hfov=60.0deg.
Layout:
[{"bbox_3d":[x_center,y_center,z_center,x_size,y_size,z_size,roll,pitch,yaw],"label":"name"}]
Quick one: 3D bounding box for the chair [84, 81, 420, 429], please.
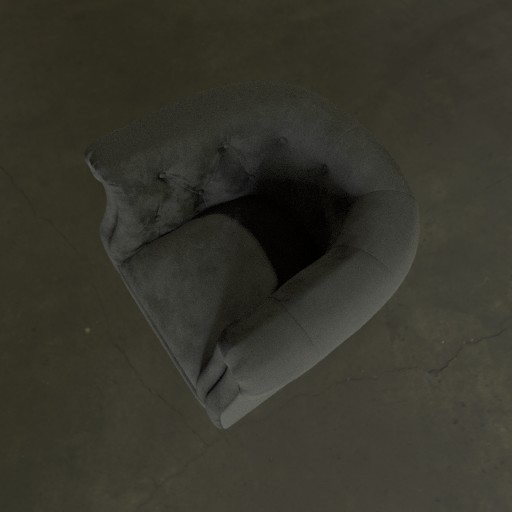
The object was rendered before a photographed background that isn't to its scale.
[{"bbox_3d":[0.000,0.000,1.547,0.851,0.826,0.904,-32,67,-15],"label":"chair"}]
